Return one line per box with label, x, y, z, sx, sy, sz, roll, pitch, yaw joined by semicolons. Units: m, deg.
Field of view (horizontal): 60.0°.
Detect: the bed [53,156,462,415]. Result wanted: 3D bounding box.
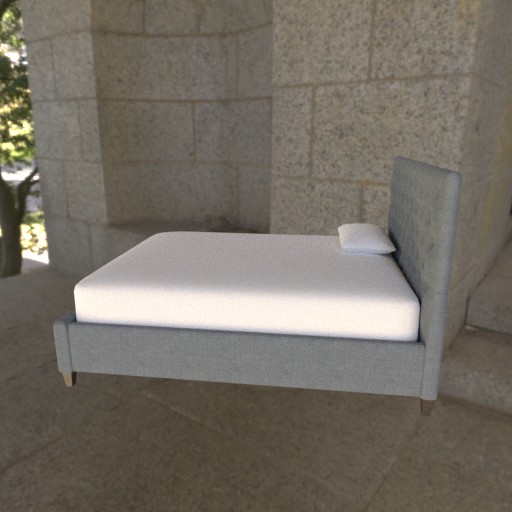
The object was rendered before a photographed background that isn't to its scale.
bed;0.000;0.000;3.335;2.335;1.411;1.698;2;16;7
